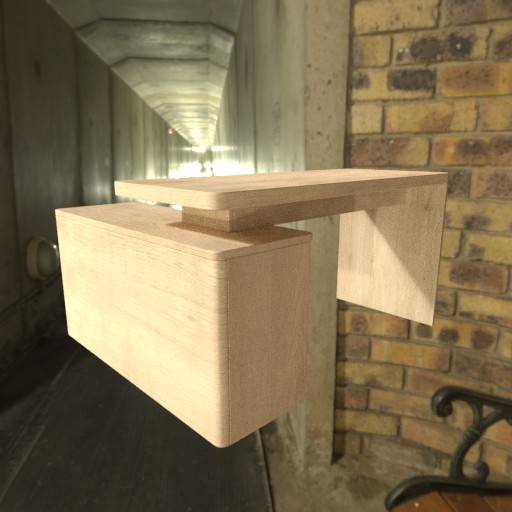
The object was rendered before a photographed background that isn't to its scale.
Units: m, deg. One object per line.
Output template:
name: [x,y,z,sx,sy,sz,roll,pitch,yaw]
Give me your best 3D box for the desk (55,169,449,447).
desk: [0.000,0.000,2.097,1.400,0.770,1.175,-13,19,-42]
